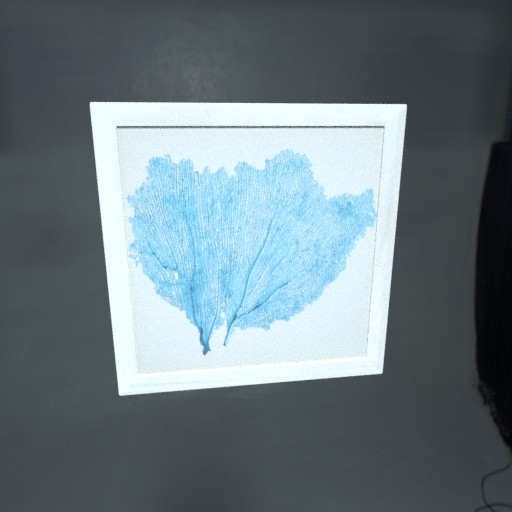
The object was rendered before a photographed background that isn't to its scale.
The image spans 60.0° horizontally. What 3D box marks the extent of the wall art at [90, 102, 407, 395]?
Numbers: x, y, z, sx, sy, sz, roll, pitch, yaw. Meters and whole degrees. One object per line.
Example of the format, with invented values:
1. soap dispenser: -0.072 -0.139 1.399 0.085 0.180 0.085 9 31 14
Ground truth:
1. wall art: 0.000 0.000 0.897 0.584 0.584 0.013 -2 17 -8
